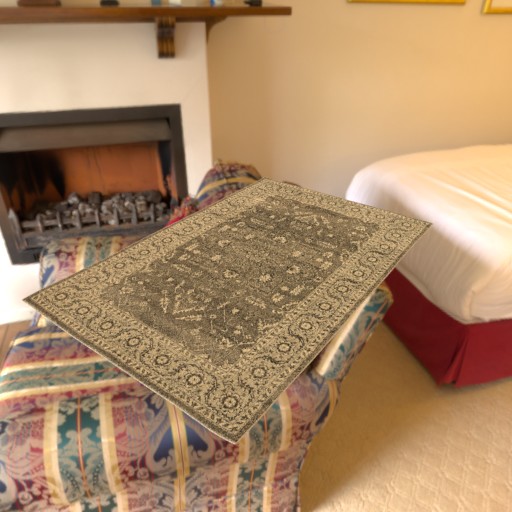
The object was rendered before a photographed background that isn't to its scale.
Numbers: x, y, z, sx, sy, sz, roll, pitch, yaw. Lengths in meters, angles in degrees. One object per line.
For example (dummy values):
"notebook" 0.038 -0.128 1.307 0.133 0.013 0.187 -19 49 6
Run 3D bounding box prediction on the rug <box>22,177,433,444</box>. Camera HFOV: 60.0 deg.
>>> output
"rug" 0.000 0.000 2.251 1.209 0.019 1.828 21 37 31
